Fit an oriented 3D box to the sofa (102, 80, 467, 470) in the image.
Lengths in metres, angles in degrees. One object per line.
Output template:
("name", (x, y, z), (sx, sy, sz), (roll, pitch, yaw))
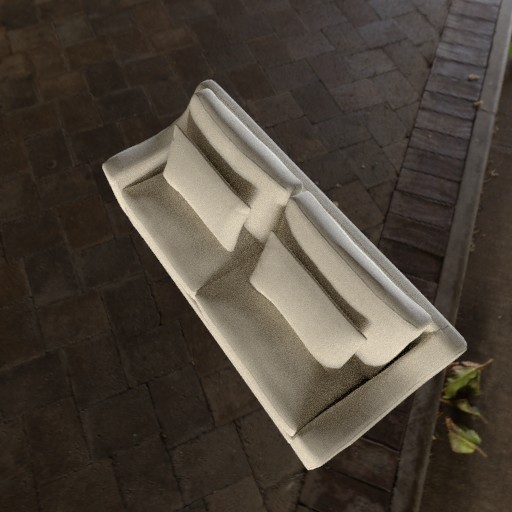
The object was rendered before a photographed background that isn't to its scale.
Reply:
("sofa", (0.000, 0.000, 2.943), (1.009, 1.022, 2.470), (-33, 68, -16))
